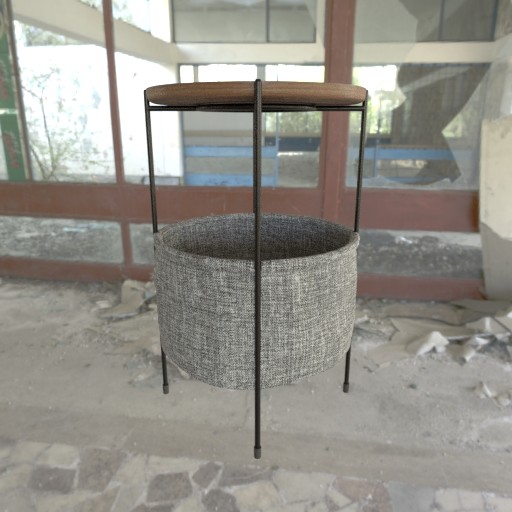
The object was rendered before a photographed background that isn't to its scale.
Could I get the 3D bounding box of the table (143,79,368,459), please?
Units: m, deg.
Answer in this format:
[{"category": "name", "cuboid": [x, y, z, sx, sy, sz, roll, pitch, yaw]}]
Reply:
[{"category": "table", "cuboid": [0.000, 0.000, 0.885, 0.400, 0.623, 0.400, 16, 23, 42]}]
